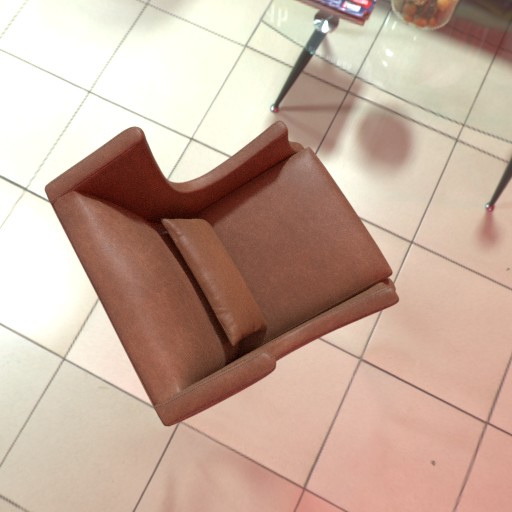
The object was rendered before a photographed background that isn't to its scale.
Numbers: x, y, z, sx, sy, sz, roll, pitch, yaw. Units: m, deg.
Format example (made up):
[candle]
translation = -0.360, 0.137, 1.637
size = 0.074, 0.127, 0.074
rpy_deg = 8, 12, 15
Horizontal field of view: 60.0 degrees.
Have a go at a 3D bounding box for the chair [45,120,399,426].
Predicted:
[chair]
translation = 0.000, 0.000, 1.651
size = 0.913, 1.088, 0.815
rpy_deg = -30, 79, -7
